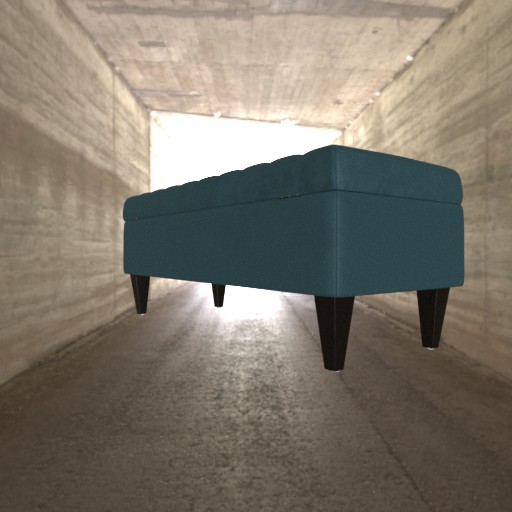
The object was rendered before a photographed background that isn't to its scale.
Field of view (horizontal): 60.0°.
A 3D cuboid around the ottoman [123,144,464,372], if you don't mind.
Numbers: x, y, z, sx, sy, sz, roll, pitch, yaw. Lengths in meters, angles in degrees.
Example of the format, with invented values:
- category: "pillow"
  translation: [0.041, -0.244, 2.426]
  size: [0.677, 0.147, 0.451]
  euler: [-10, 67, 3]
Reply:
- category: "ottoman"
  translation: [0.000, 0.000, 1.440]
  size: [0.482, 0.469, 1.151]
  euler: [-1, 1, -37]
